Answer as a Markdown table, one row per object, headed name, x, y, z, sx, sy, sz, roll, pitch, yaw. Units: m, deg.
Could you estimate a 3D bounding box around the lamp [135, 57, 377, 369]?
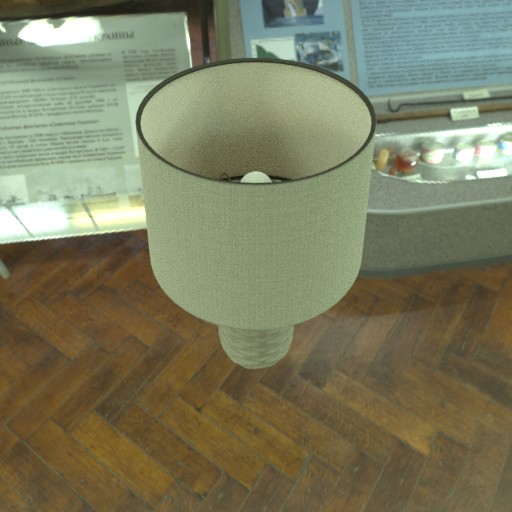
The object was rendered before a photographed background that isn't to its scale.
| name | x | y | z | sx | sy | sz | roll | pitch | yaw |
| --- | --- | --- | --- | --- | --- | --- | --- | --- | --- |
| lamp | 0.000 | 0.000 | 0.825 | 0.376 | 0.594 | 0.376 | 0 | 48 | 0 |
